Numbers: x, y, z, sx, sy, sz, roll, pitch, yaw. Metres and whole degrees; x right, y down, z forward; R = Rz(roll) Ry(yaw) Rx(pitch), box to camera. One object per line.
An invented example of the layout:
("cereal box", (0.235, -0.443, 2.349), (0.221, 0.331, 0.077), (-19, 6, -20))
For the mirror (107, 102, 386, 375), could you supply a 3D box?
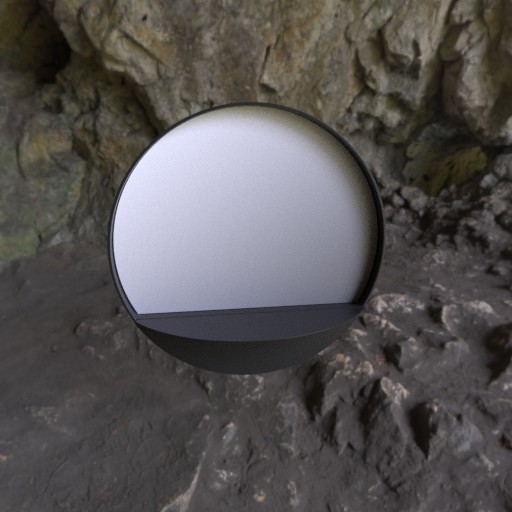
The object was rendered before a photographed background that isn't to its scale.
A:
("mirror", (0.000, 0.000, 0.688), (0.457, 0.457, 0.133), (-2, 16, -8))
